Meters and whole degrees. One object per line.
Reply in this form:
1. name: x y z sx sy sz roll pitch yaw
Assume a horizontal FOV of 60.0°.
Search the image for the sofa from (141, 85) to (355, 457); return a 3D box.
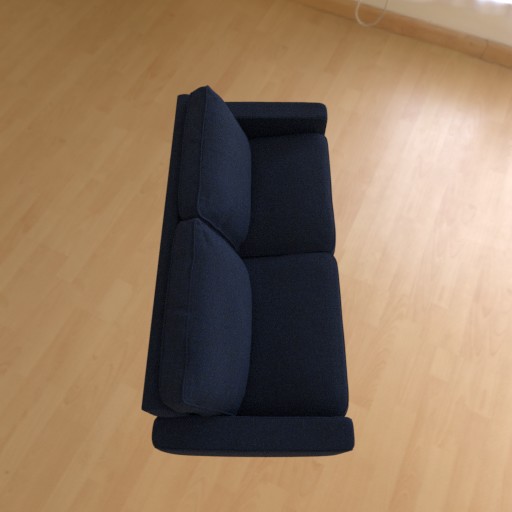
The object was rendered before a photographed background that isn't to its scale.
1. sofa: 0.000 0.000 2.528 0.940 0.919 2.080 0 64 0
